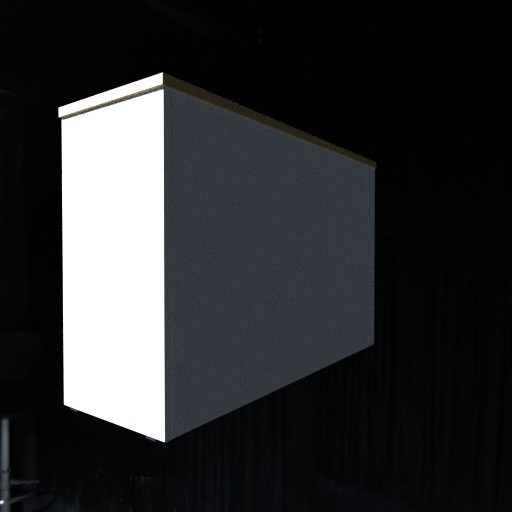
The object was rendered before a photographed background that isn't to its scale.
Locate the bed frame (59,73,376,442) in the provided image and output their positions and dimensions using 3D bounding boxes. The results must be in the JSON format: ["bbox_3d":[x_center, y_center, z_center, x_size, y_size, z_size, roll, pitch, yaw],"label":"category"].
[{"bbox_3d":[0.000,0.000,1.655,0.430,0.850,1.300,1,1,36],"label":"bed frame"}]
